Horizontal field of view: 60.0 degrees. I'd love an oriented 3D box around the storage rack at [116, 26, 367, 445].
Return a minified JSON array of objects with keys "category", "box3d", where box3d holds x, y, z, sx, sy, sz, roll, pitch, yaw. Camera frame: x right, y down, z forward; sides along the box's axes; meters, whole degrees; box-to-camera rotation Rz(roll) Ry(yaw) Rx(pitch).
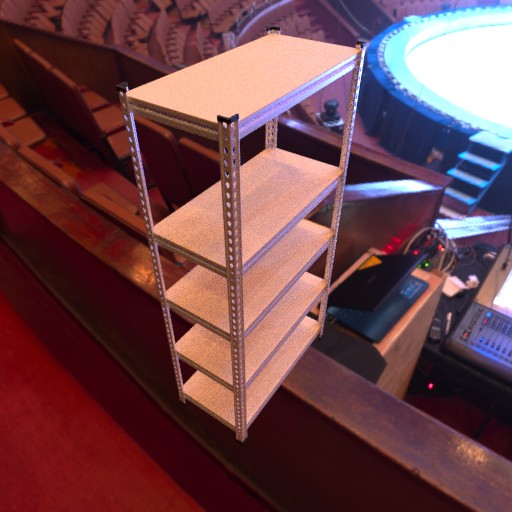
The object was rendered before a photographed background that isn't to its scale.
[{"category":"storage rack","box3d":[0.000,0.000,2.178,0.457,1.829,0.914,24,46,26]}]
